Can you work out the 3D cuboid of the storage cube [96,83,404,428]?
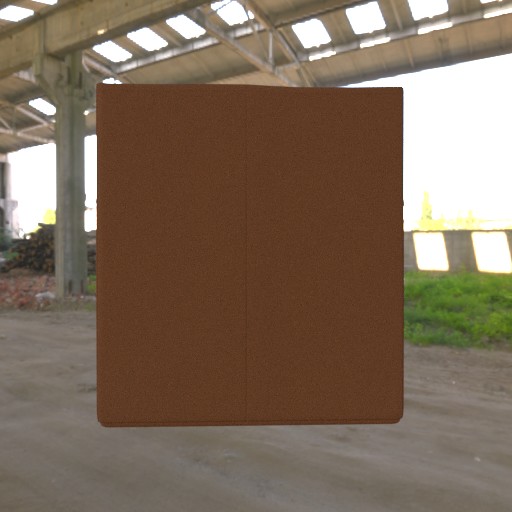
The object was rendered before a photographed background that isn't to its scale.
[{"bbox_3d":[0.000,0.000,0.492,0.270,0.280,0.270,0,0,-2],"label":"storage cube"}]
